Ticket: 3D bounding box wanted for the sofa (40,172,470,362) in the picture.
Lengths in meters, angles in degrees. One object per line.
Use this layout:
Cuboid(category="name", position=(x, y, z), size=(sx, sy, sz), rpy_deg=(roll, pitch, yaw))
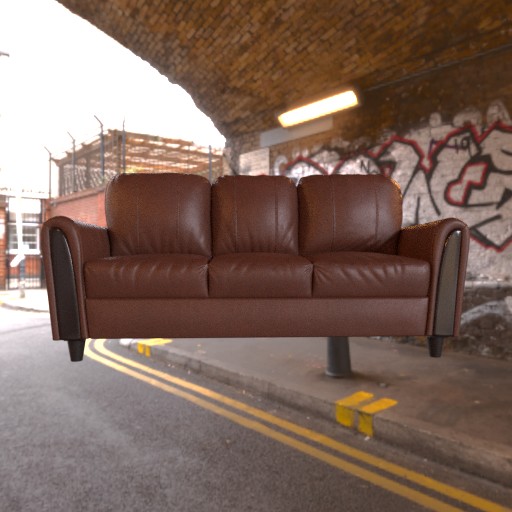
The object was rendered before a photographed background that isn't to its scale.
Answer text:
Cuboid(category="sofa", position=(0.000, 0.000, 2.288), size=(1.862, 0.915, 0.802), rpy_deg=(0, 0, -3))
